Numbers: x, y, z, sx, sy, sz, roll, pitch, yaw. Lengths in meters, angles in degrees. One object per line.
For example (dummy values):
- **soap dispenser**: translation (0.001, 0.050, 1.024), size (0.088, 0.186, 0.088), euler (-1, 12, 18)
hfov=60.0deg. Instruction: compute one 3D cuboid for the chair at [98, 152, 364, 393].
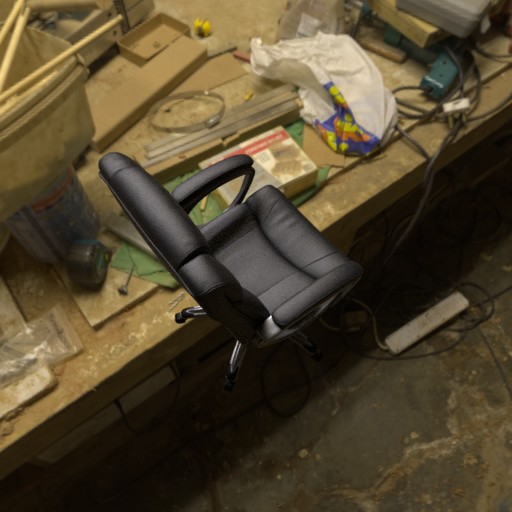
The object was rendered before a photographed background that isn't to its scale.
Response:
- **chair**: translation (0.000, 0.000, 1.626), size (0.719, 1.130, 0.721), euler (-32, 65, -17)
